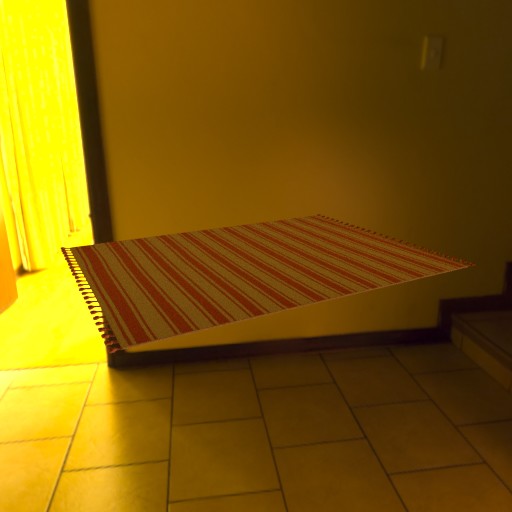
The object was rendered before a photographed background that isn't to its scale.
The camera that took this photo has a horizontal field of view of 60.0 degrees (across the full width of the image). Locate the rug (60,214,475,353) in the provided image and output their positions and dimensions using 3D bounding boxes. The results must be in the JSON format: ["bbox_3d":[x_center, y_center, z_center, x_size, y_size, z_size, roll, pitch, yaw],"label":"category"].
[{"bbox_3d":[0.000,0.000,4.414,3.369,0.035,2.451,-10,20,-27],"label":"rug"}]
